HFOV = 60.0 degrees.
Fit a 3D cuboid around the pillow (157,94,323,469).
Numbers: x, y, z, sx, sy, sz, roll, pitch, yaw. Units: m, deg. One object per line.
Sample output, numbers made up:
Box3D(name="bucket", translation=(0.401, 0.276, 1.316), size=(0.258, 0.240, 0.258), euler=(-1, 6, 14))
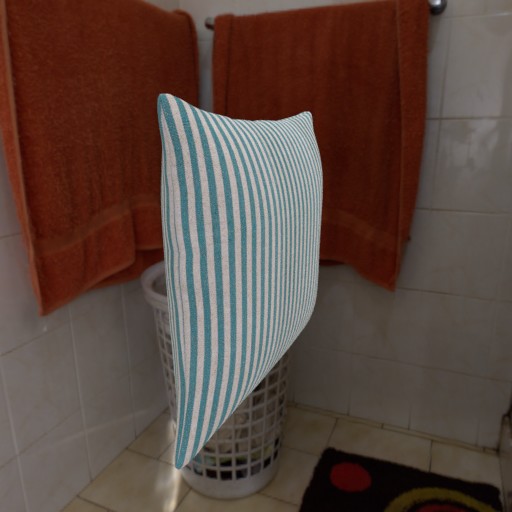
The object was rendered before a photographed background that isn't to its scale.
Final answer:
Box3D(name="pillow", translation=(0.000, 0.000, 0.791), size=(0.166, 0.510, 0.523), euler=(7, 17, 24))
